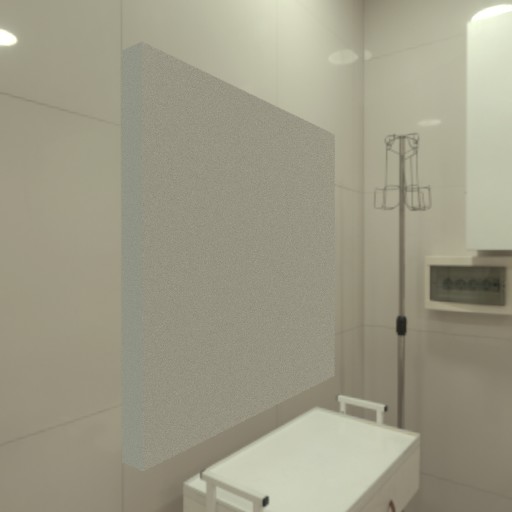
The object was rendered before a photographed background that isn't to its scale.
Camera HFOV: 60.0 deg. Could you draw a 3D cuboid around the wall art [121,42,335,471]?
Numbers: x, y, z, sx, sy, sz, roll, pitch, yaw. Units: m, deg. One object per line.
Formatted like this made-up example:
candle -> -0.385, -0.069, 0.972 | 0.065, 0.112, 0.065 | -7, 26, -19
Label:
wall art -> 0.000, 0.000, 0.517 | 0.027, 0.355, 0.355 | 0, 0, 36
